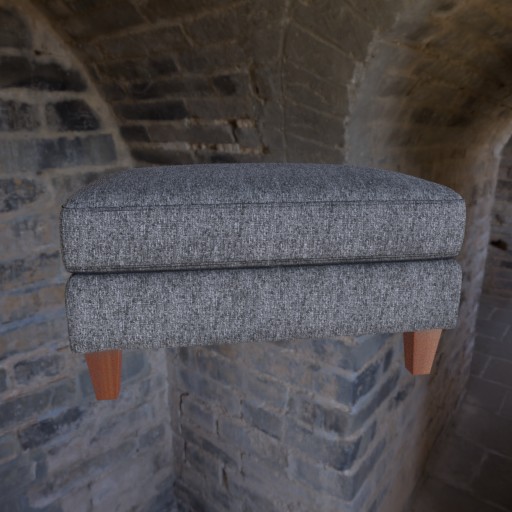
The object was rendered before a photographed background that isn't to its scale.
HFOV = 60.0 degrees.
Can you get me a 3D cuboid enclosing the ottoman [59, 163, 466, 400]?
[{"bbox_3d":[0.000,0.000,1.192,0.864,0.483,0.584,-2,15,-8],"label":"ottoman"}]
